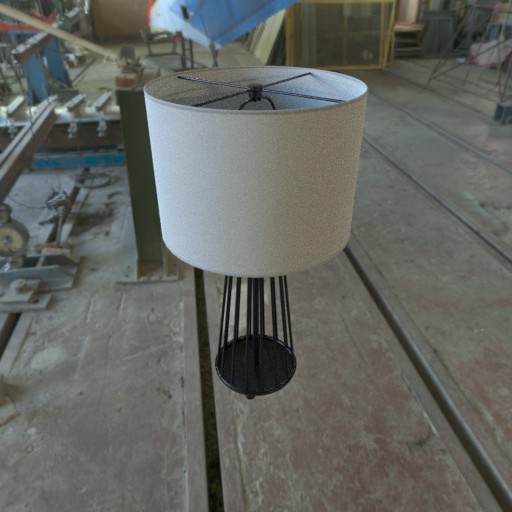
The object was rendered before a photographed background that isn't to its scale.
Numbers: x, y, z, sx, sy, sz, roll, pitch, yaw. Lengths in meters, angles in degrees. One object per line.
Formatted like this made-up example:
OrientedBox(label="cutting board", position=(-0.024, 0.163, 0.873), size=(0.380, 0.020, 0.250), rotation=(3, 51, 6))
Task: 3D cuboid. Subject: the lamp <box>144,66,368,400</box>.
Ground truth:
OrientedBox(label="lamp", position=(0.000, 0.000, 0.804), size=(0.322, 0.593, 0.322), rotation=(21, 38, 30))
